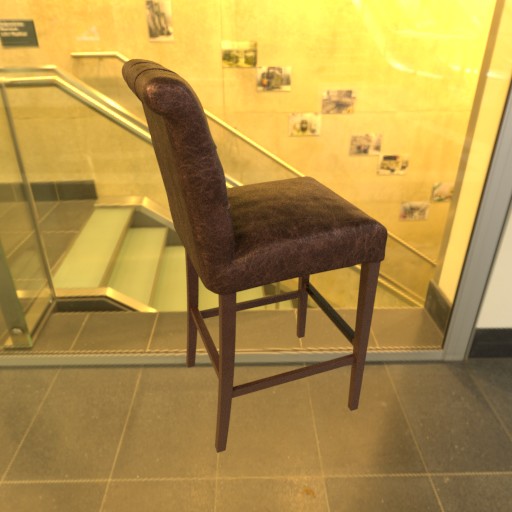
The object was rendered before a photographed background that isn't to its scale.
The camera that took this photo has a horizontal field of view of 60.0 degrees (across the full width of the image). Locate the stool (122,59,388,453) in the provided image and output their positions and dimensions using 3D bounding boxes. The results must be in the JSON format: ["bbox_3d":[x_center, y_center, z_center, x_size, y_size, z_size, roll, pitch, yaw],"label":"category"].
[{"bbox_3d":[0.000,0.000,1.441,0.659,1.168,0.483,-10,31,-18],"label":"stool"}]
